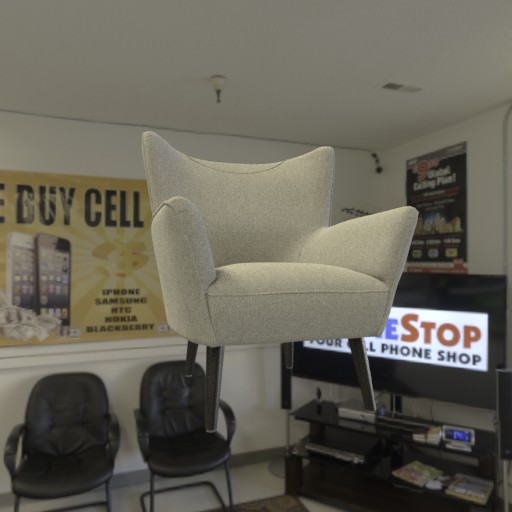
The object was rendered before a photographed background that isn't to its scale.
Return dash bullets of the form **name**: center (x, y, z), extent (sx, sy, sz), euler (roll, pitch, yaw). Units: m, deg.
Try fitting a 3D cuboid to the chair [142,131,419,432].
- **chair**: center (0.000, 0.000, 1.598), extent (0.781, 0.933, 0.888), euler (0, 0, -18)
